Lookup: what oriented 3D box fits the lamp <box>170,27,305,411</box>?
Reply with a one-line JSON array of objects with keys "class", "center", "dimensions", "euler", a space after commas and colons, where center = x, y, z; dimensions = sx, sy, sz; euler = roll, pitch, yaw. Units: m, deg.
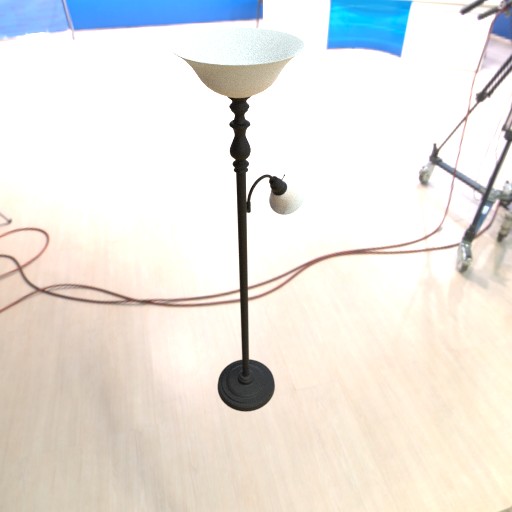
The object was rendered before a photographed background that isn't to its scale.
[{"class": "lamp", "center": [0.000, 0.000, 1.968], "dimensions": [0.405, 1.793, 0.588], "euler": [26, 46, 27]}]
